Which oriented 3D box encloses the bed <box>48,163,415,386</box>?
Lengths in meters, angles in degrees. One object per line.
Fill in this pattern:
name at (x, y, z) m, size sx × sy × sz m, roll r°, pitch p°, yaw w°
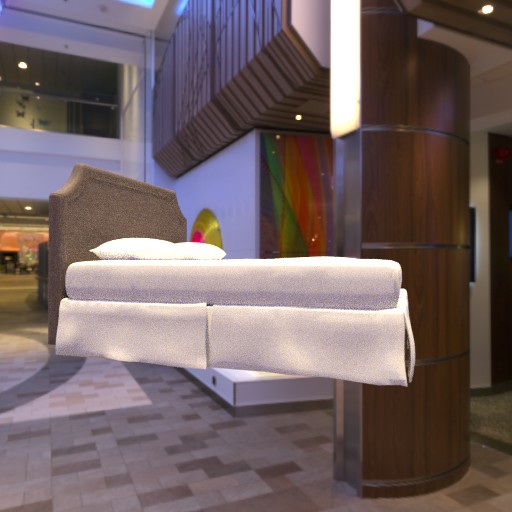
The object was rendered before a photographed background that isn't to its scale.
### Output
bed at (0.000, 0.000, 4.130) m, size 2.773 × 1.590 × 2.350 m, roll 0°, pitch -1°, yaw 19°
